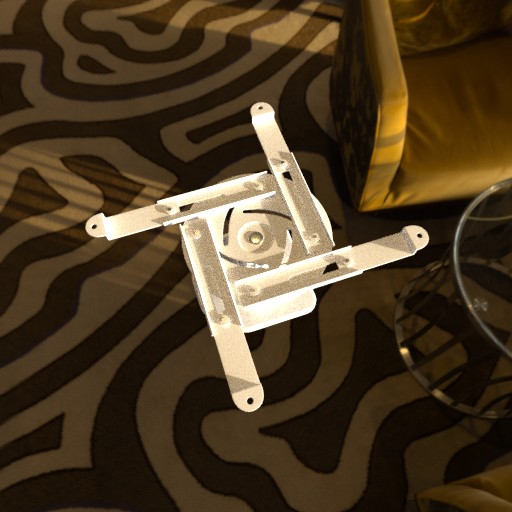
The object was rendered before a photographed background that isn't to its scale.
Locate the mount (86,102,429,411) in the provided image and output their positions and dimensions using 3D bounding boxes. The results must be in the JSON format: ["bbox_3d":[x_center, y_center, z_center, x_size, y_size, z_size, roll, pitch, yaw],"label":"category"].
[{"bbox_3d":[0.000,0.000,0.605,0.394,0.141,0.394,-17,65,-8],"label":"mount"}]
